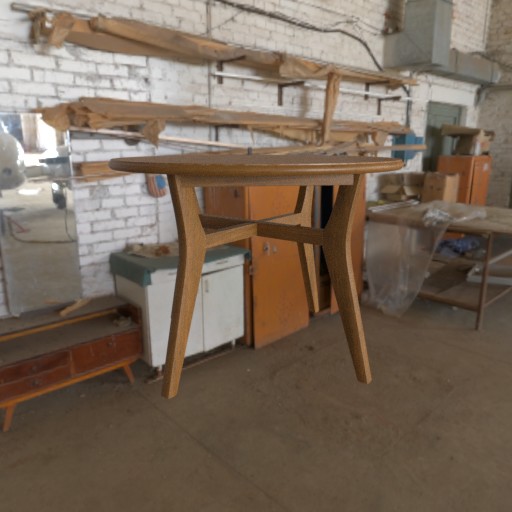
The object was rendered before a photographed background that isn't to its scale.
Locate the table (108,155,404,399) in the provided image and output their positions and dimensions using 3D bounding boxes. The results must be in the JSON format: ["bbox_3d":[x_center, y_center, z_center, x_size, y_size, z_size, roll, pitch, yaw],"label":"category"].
[{"bbox_3d":[0.000,0.000,1.751,1.055,0.757,1.055,0,14,0],"label":"table"}]
